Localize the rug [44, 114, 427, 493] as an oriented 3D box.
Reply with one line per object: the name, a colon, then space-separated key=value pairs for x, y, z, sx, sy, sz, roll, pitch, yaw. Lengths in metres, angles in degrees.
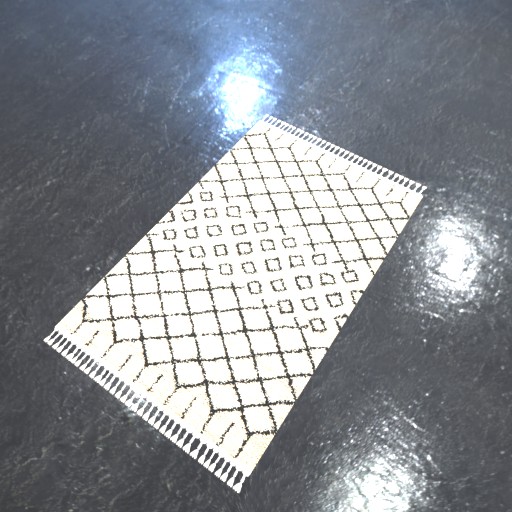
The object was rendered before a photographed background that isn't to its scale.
rug: x=0.000 y=0.000 z=2.459 sx=1.196 sy=0.008 sz=2.006 roll=30 pitch=63 yaw=17
